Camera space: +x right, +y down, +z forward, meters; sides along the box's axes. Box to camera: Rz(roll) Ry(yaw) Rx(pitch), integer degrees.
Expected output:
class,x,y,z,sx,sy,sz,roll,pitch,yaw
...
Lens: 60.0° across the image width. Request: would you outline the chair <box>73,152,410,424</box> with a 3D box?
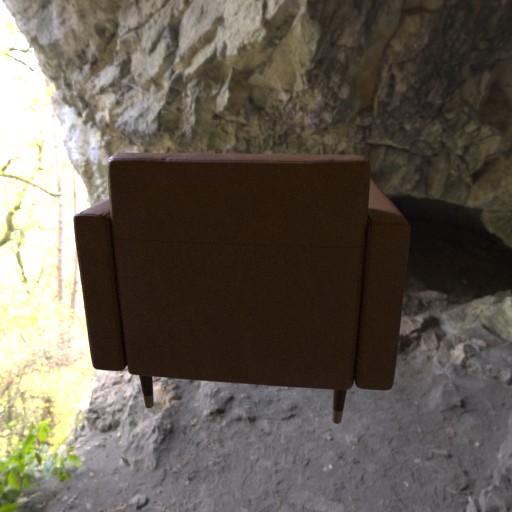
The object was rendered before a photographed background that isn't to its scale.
class,x,y,z,sx,sy,sz,roll,pitch,yaw
chair,0.000,0.000,1.671,0.953,0.819,0.998,2,18,7
